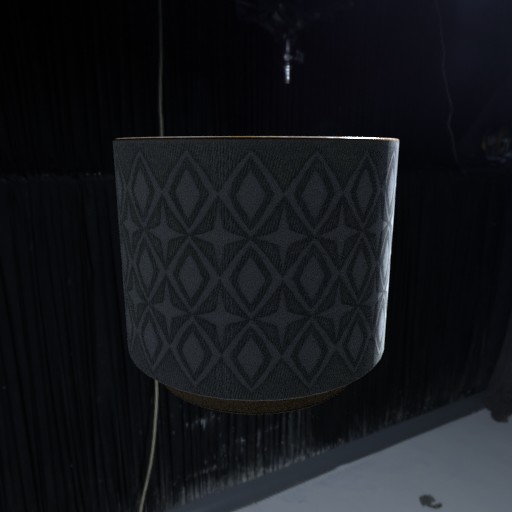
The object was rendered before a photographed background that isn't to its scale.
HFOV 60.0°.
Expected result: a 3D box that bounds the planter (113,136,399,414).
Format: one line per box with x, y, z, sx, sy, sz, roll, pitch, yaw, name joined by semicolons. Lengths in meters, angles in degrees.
0.000;0.000;0.439;0.255;0.223;0.255;0;14;0;planter
